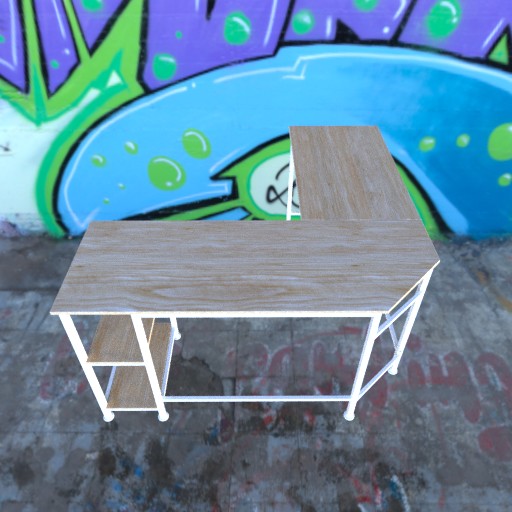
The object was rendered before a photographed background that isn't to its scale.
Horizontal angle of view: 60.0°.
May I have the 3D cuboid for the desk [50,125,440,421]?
[{"bbox_3d":[0.000,0.000,2.236,1.379,0.739,1.379,0,42,0],"label":"desk"}]
